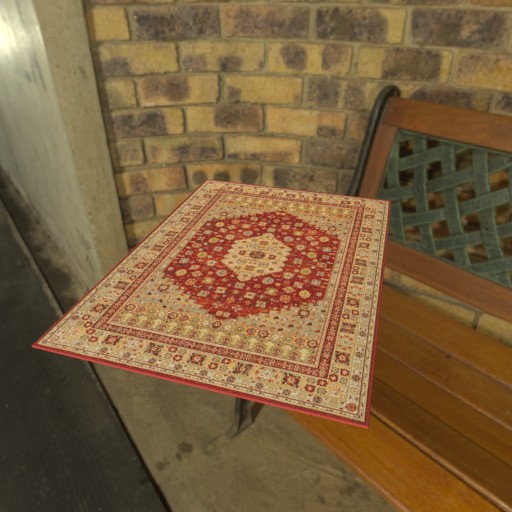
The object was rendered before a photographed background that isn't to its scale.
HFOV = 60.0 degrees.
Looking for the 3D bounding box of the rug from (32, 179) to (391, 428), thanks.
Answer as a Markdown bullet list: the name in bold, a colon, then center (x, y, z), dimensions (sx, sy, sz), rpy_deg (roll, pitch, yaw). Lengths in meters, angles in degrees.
- **rug**: center (0.000, 0.000, 2.843), dimensions (1.593, 0.013, 2.211), rpy_deg (9, 33, 14)
